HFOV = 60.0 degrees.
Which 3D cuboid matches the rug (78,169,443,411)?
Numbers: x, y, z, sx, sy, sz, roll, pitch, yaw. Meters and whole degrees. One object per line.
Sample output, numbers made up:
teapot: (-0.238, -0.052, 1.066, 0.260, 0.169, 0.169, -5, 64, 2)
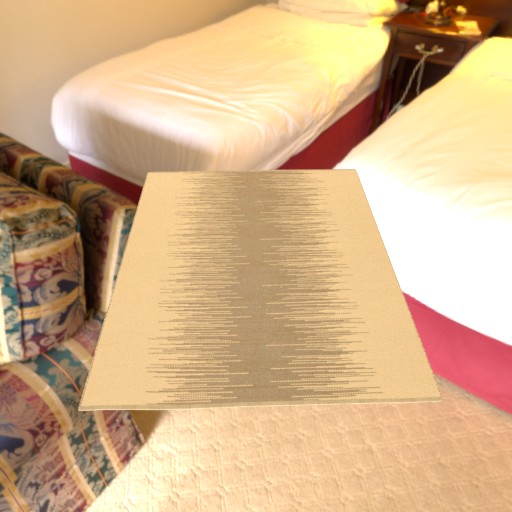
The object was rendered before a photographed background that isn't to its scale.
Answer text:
rug: (0.000, 0.000, 4.094, 2.453, 0.010, 3.037, -1, 42, -1)
